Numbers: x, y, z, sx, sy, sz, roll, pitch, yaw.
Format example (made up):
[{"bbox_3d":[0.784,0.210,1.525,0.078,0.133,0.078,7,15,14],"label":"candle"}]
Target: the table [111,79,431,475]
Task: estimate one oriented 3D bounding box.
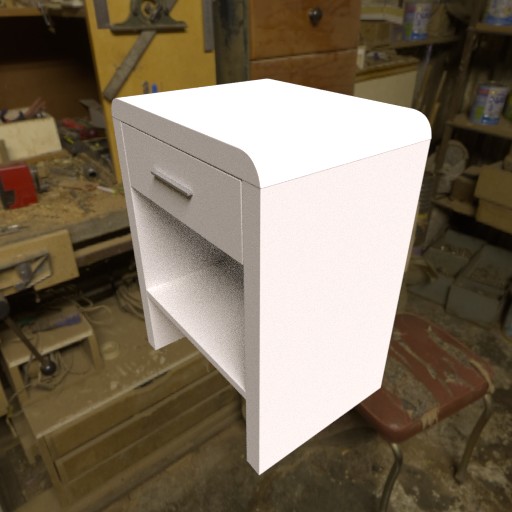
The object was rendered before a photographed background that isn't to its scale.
[{"bbox_3d":[0.000,0.000,0.890,0.350,0.590,0.450,-21,37,-32],"label":"table"}]
